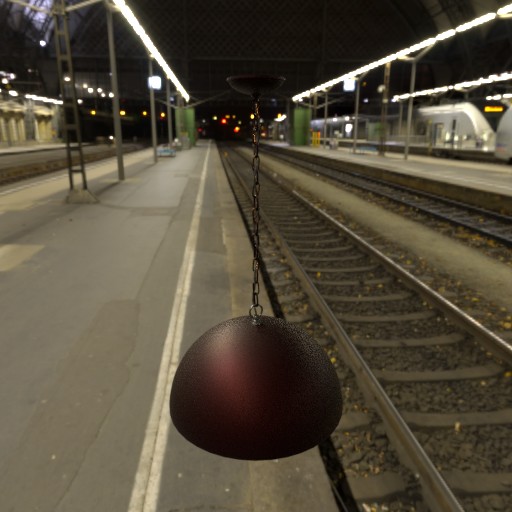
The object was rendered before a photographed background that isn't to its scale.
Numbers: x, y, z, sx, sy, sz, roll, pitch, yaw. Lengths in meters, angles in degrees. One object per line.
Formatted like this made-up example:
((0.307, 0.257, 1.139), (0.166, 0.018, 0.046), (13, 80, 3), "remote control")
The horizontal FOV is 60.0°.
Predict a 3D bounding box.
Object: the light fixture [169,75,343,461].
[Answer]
((0.000, 0.000, 1.164), (0.492, 0.869, 0.492), (-8, 17, -26), "light fixture")
